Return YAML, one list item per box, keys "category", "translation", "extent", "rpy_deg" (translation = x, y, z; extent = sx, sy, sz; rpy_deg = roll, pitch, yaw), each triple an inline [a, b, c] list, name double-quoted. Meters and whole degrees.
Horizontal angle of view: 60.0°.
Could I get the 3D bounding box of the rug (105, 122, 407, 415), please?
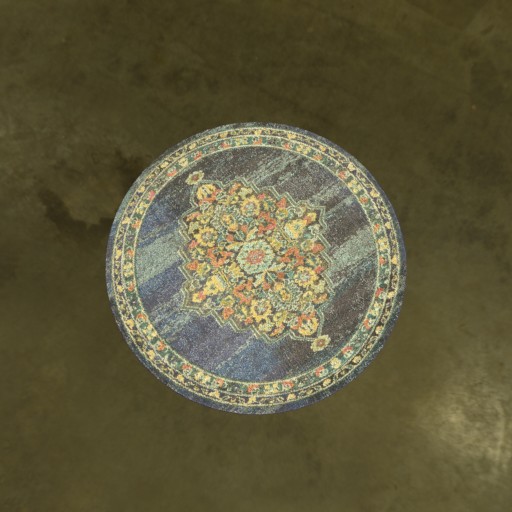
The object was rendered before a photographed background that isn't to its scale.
- category: "rug"
  translation: [0.000, 0.000, 2.348]
  extent: [1.591, 0.010, 1.591]
  rpy_deg: [0, 75, 0]
